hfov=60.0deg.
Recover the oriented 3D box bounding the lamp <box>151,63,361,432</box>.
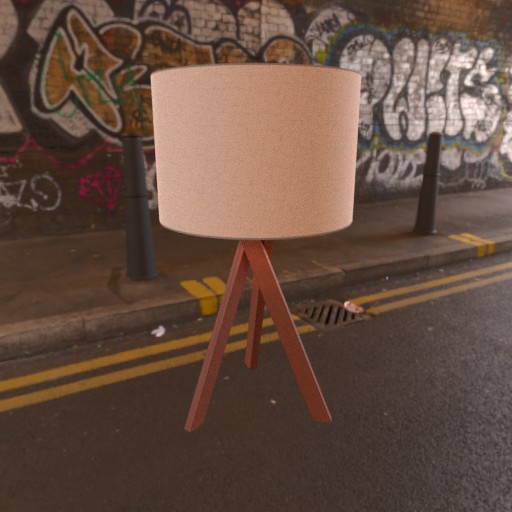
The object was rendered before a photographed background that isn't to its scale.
[{"bbox_3d":[0.000,0.000,0.913,0.380,0.686,0.380,3,16,9],"label":"lamp"}]
